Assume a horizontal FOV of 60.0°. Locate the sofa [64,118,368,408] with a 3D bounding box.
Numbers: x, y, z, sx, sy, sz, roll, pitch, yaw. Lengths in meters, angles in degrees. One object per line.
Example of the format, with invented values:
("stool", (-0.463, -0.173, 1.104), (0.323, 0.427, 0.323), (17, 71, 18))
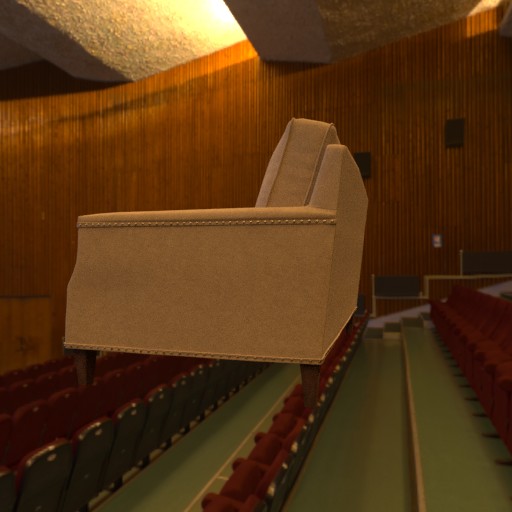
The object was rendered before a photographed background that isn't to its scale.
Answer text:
("sofa", (0.000, 0.000, 2.288), (1.084, 1.002, 1.597), (0, 0, 17))
